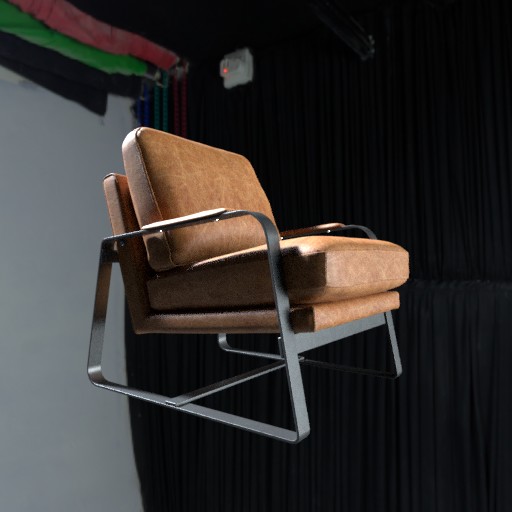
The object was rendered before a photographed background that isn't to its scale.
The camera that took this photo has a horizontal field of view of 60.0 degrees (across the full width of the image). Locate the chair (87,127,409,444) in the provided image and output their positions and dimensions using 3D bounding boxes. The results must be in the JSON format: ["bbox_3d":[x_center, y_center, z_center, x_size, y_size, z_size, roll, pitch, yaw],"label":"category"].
[{"bbox_3d":[0.000,0.000,1.372,0.801,0.777,0.651,0,0,36],"label":"chair"}]
